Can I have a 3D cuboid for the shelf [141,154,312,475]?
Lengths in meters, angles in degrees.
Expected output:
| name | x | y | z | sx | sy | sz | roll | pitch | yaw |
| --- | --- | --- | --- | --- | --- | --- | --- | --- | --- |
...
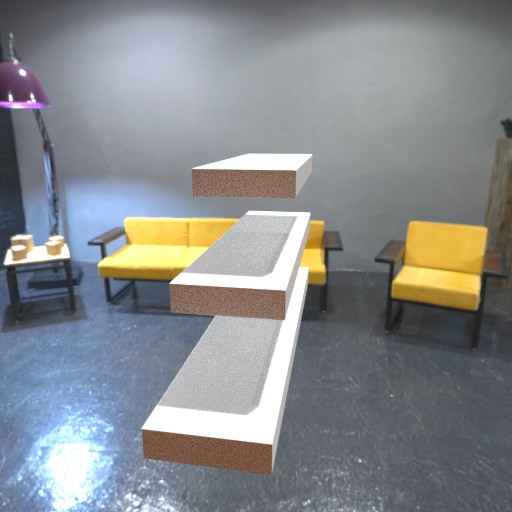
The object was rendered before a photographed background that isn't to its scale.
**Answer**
| name | x | y | z | sx | sy | sz | roll | pitch | yaw |
| --- | --- | --- | --- | --- | --- | --- | --- | --- | --- |
| shelf | 0.000 | 0.000 | 0.716 | 0.140 | 0.293 | 0.610 | 3 | 16 | 10 |
